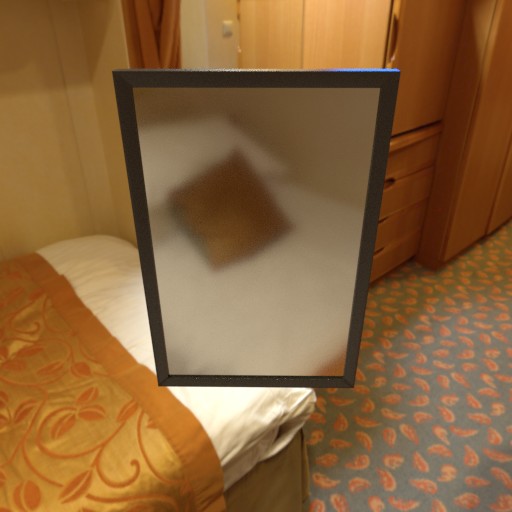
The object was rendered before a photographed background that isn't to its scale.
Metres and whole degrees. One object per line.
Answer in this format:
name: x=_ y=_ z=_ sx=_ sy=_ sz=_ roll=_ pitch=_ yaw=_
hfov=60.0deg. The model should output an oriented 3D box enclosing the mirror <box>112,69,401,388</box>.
mirror: x=0.000 y=0.000 z=1.174 sx=0.609 sy=0.915 sz=0.040 roll=0 pitch=29 yaw=1
